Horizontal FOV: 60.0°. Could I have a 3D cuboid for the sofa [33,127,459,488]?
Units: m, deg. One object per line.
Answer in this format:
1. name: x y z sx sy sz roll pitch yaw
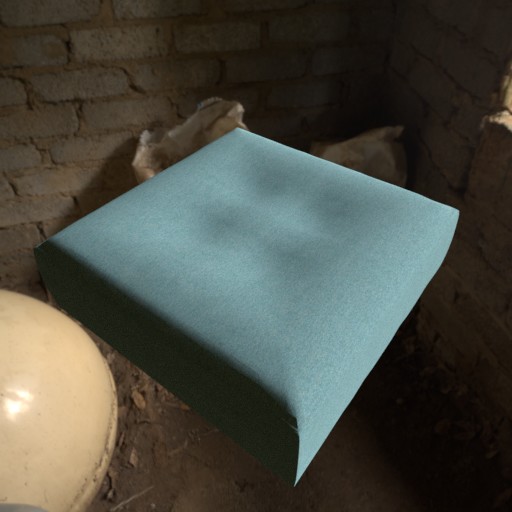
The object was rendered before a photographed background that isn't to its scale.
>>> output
1. sofa: 0.000 0.000 1.406 0.930 0.330 0.930 27 49 27
